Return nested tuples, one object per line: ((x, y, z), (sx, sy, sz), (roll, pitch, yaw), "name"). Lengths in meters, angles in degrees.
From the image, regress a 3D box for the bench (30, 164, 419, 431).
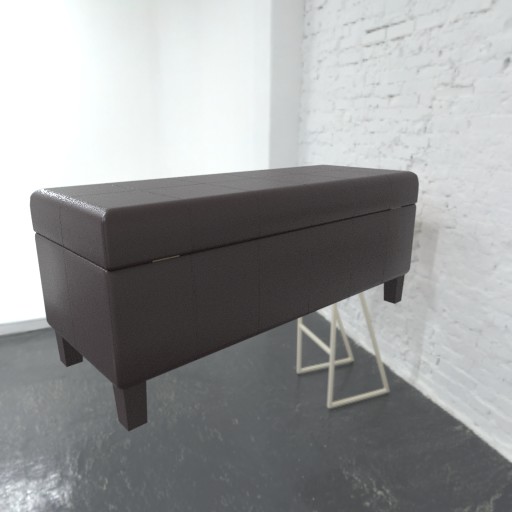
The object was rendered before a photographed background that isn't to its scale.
((0.000, 0.000, 1.316), (1.092, 0.457, 0.429), (-14, 21, -40), "bench")
